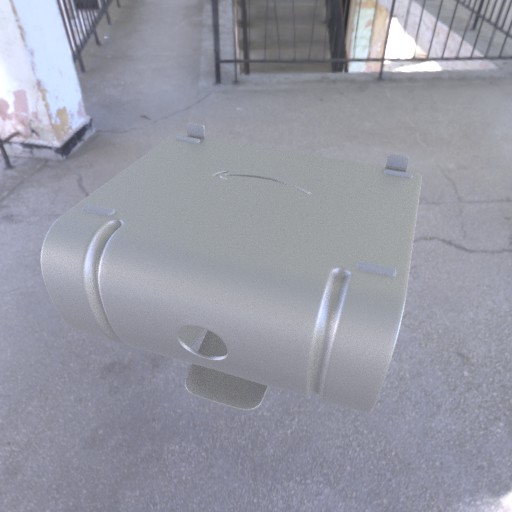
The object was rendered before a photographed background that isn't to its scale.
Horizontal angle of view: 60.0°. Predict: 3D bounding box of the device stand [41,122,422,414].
[{"bbox_3d":[0.000,0.000,0.396,0.256,0.155,0.236,12,44,13],"label":"device stand"}]
